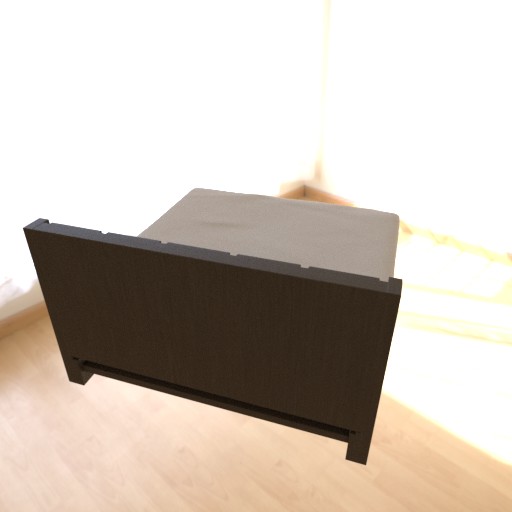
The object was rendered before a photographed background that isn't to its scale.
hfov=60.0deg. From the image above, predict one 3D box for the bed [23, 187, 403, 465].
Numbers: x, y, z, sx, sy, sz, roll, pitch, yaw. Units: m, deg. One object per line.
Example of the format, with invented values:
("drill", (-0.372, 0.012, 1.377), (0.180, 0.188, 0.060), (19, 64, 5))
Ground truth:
("bed", (0.000, 0.000, 3.535), (2.143, 1.261, 2.238), (10, 32, 16))
